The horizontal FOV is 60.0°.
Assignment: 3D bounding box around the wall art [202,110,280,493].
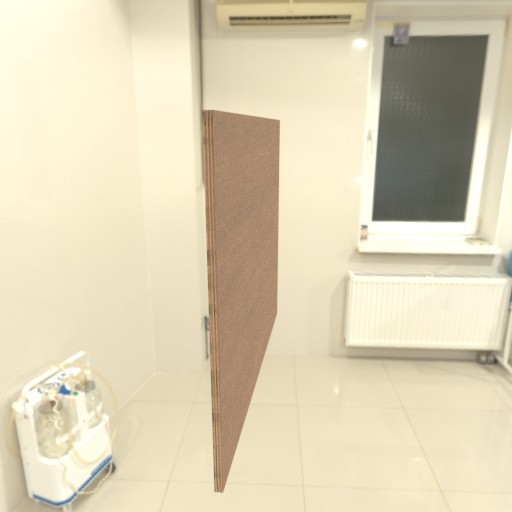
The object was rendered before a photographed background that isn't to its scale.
[{"bbox_3d":[0.000,0.000,0.681,0.010,0.408,0.508,3,16,9],"label":"wall art"}]
